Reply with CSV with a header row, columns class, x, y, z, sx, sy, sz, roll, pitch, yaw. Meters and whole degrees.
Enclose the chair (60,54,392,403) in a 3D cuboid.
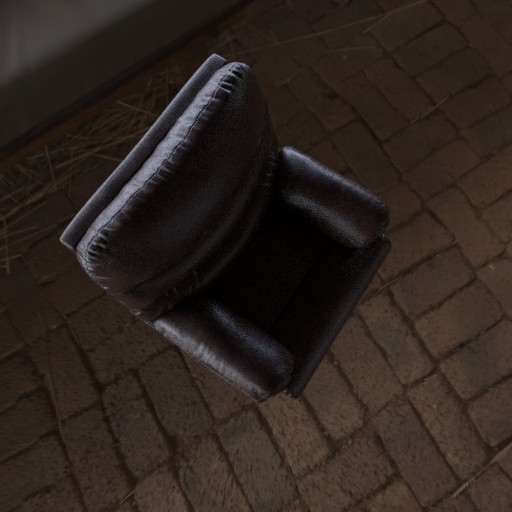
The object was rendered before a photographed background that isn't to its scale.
class,x,y,z,sx,sy,sz,roll,pitch,yaw
chair,0.000,0.000,1.733,0.879,1.041,0.940,33,77,8
